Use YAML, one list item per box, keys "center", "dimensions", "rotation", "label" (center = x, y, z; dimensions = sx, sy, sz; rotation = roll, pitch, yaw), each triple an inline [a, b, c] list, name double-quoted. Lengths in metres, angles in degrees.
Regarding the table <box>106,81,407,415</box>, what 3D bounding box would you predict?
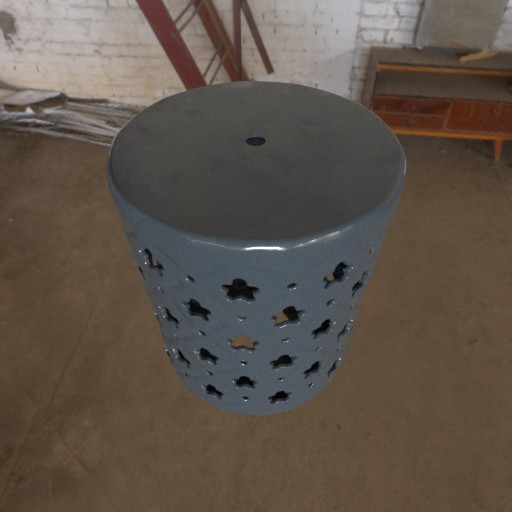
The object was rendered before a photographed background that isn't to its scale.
- center: [0.000, 0.000, 0.658]
  dimensions: [0.352, 0.387, 0.352]
  rotation: [0, 45, 0]
  label: "table"
